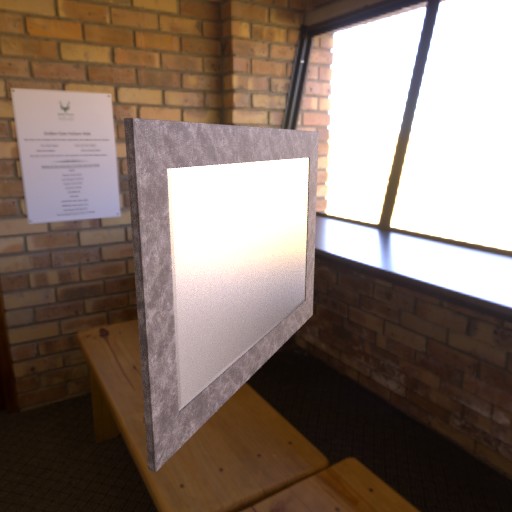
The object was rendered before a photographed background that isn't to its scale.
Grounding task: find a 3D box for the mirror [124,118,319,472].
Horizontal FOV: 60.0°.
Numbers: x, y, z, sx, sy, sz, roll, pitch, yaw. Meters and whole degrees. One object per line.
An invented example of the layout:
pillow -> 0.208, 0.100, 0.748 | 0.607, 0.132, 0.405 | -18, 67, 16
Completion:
mirror -> 0.000, 0.000, 1.425 | 0.022, 0.795, 1.101 | 7, 16, 26
